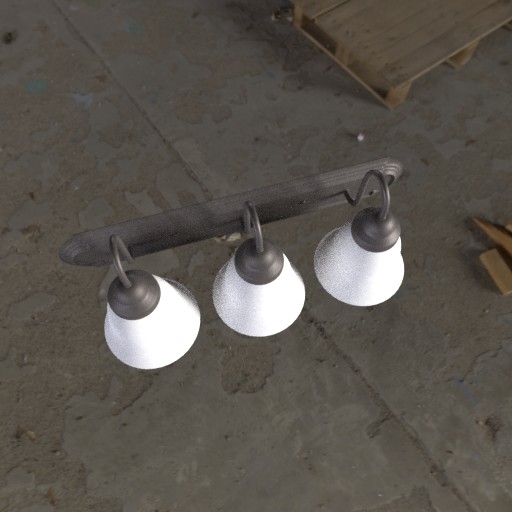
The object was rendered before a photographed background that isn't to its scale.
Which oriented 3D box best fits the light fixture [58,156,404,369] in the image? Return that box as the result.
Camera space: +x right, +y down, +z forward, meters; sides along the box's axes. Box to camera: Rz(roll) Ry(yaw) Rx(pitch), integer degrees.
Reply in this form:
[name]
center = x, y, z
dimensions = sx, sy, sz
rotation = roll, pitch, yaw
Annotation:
[light fixture]
center = 0.000, 0.000, 0.699
dimensions = 0.610, 0.222, 0.199
rotation = -15, 65, -7
